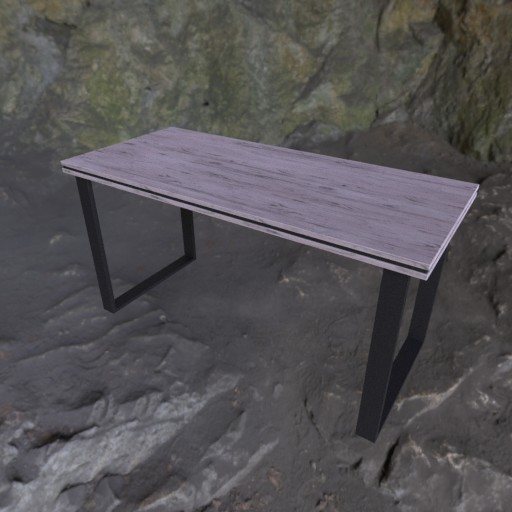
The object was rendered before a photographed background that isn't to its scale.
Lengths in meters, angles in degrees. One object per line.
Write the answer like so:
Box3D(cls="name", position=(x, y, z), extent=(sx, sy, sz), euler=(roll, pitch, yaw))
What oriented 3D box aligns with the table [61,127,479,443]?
Box3D(cls="table", position=(0.000, 0.000, 2.270), extent=(1.778, 0.899, 0.795), euler=(18, 35, 28))
